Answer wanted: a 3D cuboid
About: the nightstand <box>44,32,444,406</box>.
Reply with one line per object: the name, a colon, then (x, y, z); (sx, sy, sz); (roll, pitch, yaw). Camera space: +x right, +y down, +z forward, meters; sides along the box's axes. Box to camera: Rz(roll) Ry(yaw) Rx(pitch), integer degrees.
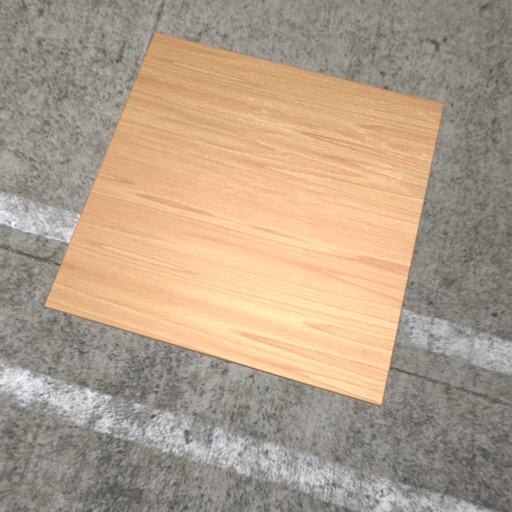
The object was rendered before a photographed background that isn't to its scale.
nightstand: (0.000, 0.000, 0.879); (0.428, 0.614, 0.418); (16, 76, 4)
